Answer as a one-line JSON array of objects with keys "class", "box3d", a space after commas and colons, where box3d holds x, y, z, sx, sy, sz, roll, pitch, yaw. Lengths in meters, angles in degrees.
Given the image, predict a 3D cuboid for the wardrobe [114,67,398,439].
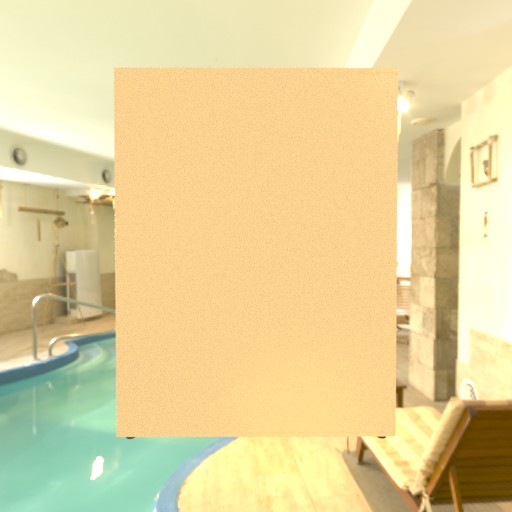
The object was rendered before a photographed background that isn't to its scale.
[{"class": "wardrobe", "box3d": [0.000, 0.000, 1.595, 0.900, 1.200, 0.360, 0, 1, 0]}]
